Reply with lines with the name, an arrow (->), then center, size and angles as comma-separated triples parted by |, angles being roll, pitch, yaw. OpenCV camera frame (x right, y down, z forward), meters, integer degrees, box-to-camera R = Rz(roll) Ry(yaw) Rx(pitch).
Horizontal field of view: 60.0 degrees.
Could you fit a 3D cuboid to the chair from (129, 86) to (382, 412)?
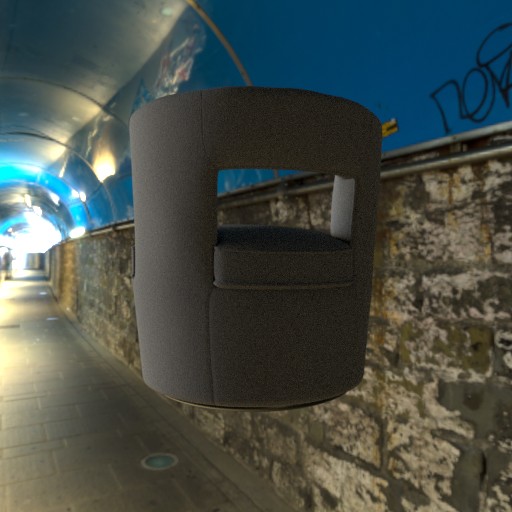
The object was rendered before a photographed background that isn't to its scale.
chair -> 0.000, 0.000, 1.250 | 0.689, 0.719, 0.660 | 0, 0, -17
